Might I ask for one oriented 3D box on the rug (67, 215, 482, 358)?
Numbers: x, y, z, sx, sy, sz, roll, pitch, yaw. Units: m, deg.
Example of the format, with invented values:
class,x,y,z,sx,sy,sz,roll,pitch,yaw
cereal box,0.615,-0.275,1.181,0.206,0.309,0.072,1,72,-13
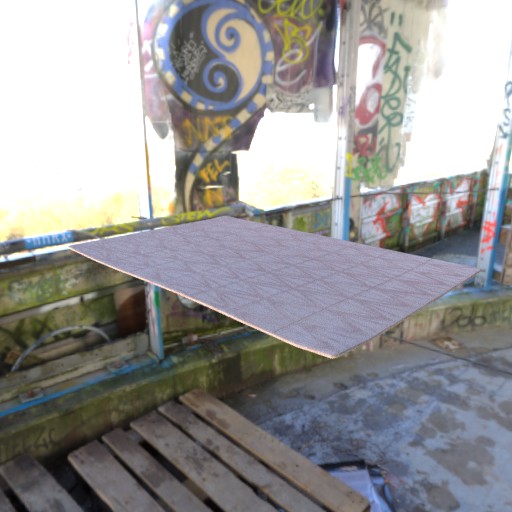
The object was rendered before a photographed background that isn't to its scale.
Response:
class,x,y,z,sx,sy,sz,roll,pitch,yaw
rug,0.000,0.000,2.311,1.837,0.025,1.230,16,22,42
